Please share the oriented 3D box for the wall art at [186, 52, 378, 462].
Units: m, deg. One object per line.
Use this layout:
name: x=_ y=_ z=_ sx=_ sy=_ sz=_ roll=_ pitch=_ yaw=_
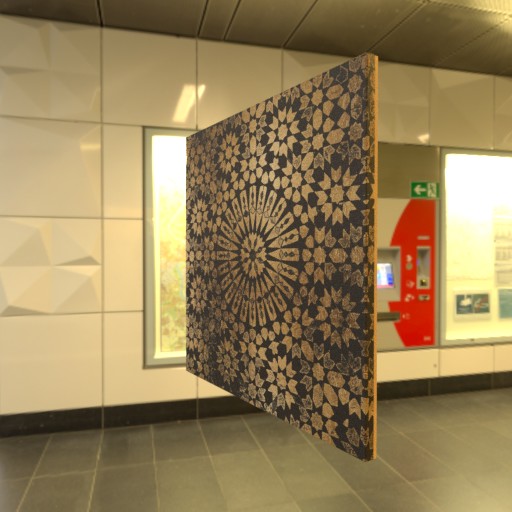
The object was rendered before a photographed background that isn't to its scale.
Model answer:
wall art: x=0.000 y=0.000 z=1.369 sx=0.038 sy=0.914 sz=0.914 roll=-1 pitch=1 yaw=-35
